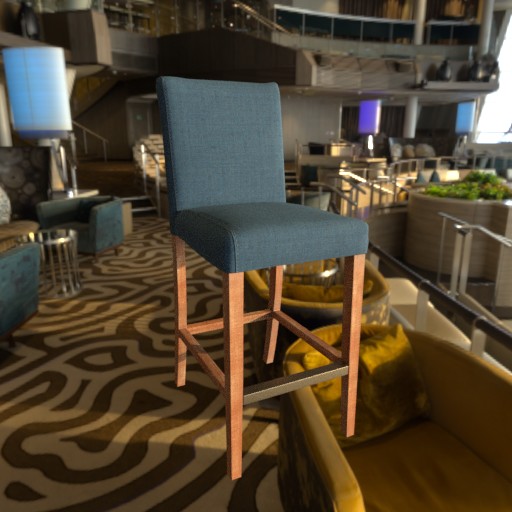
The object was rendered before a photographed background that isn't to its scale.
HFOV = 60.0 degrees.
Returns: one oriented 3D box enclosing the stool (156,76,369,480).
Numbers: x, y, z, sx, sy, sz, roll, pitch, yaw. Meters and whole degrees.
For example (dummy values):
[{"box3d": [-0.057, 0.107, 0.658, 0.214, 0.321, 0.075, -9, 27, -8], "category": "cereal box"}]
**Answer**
[{"box3d": [0.000, 0.000, 1.395, 0.454, 1.088, 0.574, -8, 17, -26], "category": "stool"}]
